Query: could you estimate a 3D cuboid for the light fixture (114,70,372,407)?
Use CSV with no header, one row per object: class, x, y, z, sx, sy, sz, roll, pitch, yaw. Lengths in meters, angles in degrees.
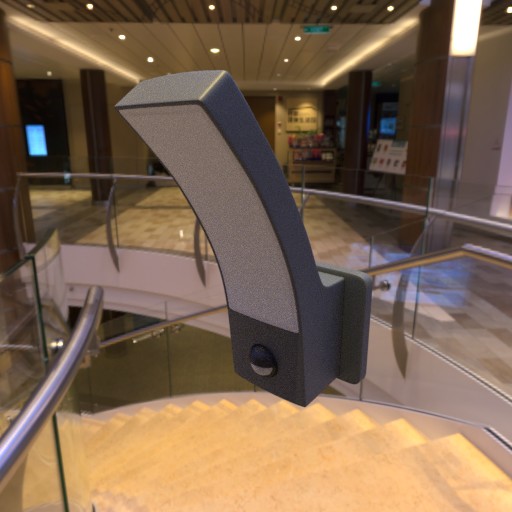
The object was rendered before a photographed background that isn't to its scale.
light fixture,0.000,0.000,0.332,0.108,0.243,0.174,14,20,41
